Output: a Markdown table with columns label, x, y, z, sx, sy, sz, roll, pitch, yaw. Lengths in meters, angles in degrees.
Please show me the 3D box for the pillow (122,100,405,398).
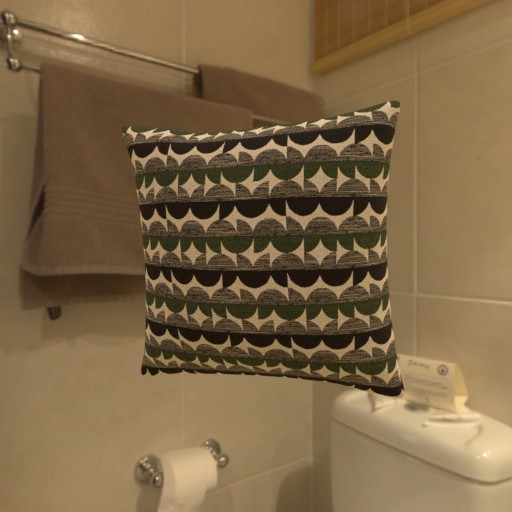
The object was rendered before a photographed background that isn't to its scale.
| label | x | y | z | sx | sy | sz | roll | pitch | yaw |
| --- | --- | --- | --- | --- | --- | --- | --- | --- | --- |
| pillow | 0.000 | 0.000 | 0.655 | 0.419 | 0.404 | 0.180 | 0 | 1 | 17 |
